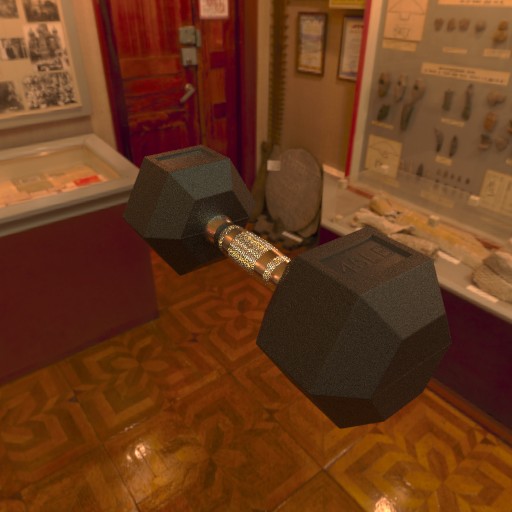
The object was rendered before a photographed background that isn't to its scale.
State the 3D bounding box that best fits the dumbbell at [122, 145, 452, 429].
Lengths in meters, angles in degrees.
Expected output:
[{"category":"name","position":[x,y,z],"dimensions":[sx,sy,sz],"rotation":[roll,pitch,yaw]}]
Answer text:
[{"category":"dumbbell","position":[0.000,0.000,0.418],"dimensions":[0.141,0.123,0.356],"rotation":[-21,37,-30]}]
